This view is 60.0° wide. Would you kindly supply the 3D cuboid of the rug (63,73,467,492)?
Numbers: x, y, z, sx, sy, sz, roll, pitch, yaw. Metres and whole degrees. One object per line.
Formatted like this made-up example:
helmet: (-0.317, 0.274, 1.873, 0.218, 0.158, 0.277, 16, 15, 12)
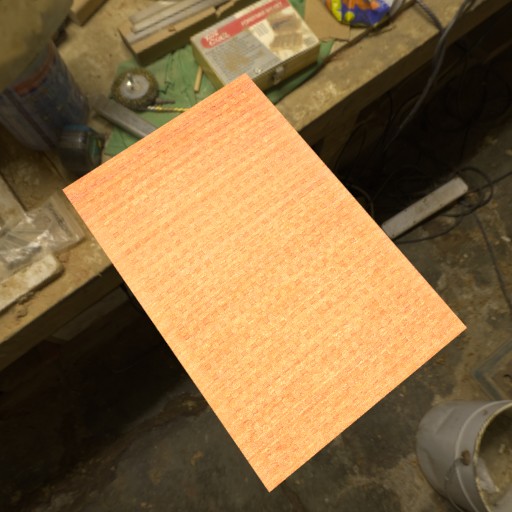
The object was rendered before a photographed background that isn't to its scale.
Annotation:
rug: (0.000, 0.000, 2.845, 1.524, 0.006, 2.285, -36, 78, -9)
